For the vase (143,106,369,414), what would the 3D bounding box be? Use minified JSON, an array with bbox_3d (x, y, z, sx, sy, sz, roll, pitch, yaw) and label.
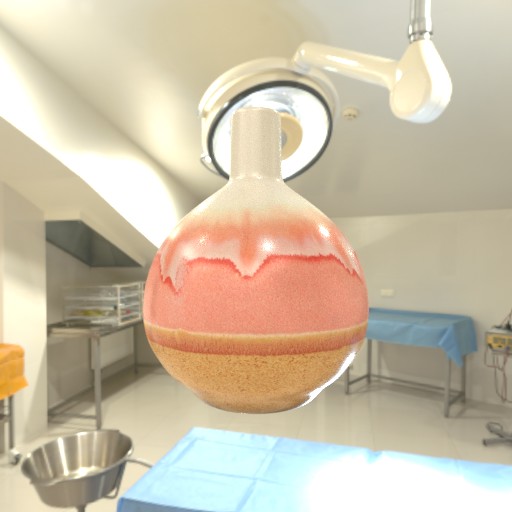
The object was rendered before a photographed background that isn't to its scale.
[{"bbox_3d":[0.000,0.000,0.276,0.137,0.176,0.137,0,1,0],"label":"vase"}]
